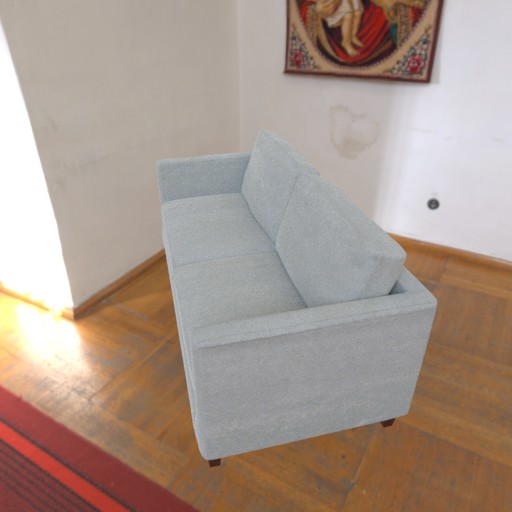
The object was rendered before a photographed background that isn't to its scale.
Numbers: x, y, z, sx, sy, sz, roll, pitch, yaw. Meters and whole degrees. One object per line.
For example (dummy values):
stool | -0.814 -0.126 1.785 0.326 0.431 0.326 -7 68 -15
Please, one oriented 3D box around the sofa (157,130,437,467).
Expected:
sofa | 0.000 0.000 2.445 0.950 0.963 1.884 -8 32 -12
